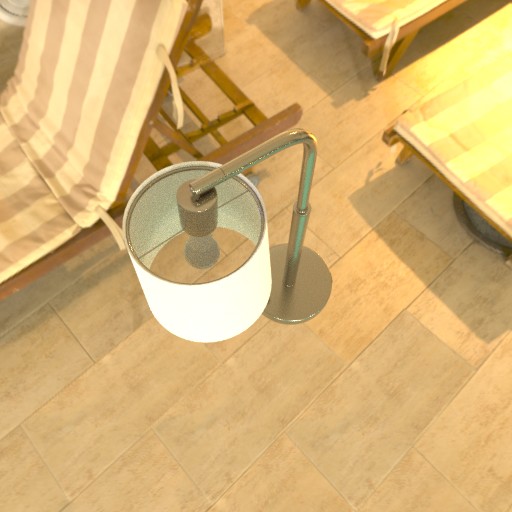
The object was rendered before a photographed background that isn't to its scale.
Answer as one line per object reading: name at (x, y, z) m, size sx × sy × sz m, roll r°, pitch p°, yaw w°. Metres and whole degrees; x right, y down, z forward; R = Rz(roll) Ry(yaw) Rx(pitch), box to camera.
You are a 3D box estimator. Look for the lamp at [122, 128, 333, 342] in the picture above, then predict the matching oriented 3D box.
lamp at (0.000, 0.000, 0.647) m, size 0.333 × 0.489 × 0.171 m, roll -34°, pitch 69°, yaw -15°
